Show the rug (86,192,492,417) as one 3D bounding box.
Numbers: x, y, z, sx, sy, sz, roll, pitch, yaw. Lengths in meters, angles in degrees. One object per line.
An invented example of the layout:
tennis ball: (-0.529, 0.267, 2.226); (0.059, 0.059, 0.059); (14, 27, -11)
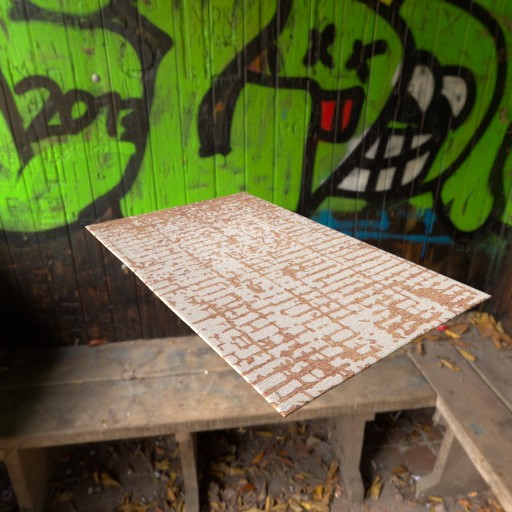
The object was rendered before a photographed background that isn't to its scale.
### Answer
rug: (0.000, 0.000, 2.982); (1.517, 0.011, 2.435); (-18, 31, -32)
